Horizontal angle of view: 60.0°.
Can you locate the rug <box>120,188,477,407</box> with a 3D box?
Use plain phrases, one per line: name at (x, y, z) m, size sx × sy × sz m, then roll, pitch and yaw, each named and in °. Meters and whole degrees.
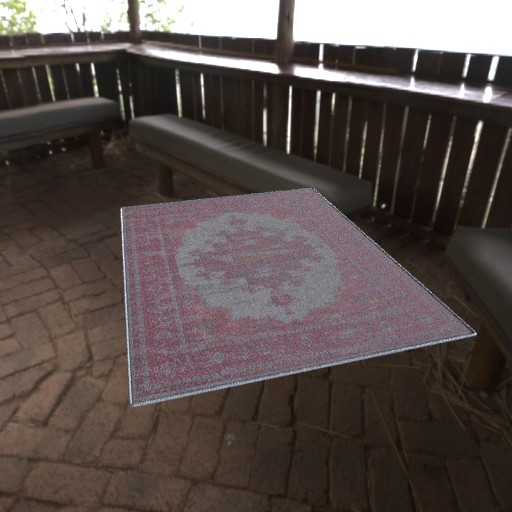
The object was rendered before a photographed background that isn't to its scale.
rug at (0.000, 0.000, 4.219) m, size 2.447 × 0.017 × 3.123 m, roll -8°, pitch 30°, yaw -14°
